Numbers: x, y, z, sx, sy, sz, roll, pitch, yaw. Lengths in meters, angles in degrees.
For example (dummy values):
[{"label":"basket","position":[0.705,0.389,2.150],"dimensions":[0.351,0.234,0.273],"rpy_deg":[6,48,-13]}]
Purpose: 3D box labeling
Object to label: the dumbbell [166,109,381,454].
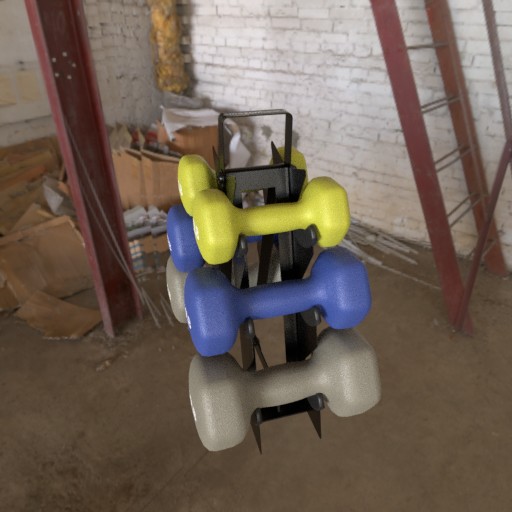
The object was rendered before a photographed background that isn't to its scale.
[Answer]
[{"label":"dumbbell","position":[0.000,0.000,0.677],"dimensions":[0.261,0.426,0.416],"rpy_deg":[-8,32,-14]}]
